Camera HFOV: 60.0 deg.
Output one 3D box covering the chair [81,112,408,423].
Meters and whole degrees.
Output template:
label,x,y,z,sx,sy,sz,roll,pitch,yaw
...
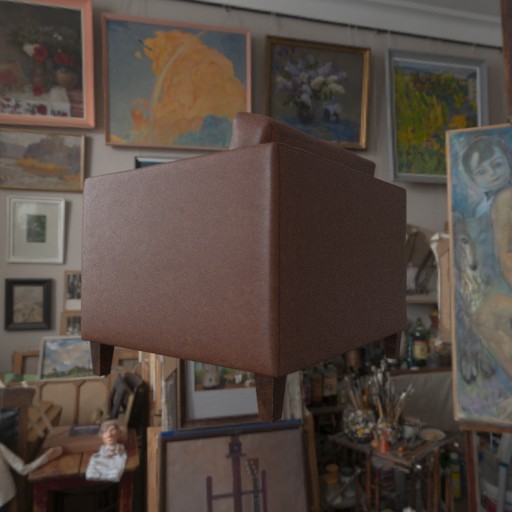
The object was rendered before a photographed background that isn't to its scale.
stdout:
label,x,y,z,sx,sy,sz,roll,pitch,yaw
chair,0.000,0.000,1.872,0.959,0.917,1.107,0,-1,37
